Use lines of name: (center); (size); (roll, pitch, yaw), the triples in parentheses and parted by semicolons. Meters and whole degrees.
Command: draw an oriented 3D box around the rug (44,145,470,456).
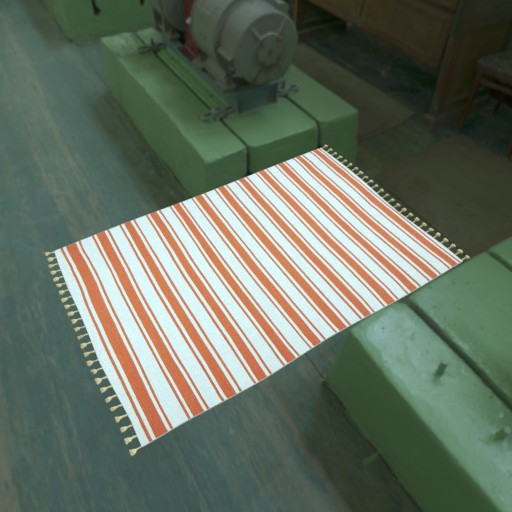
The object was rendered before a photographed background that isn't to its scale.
rug: (0.000, 0.000, 2.980); (2.433, 0.022, 1.556); (-25, 53, -21)
